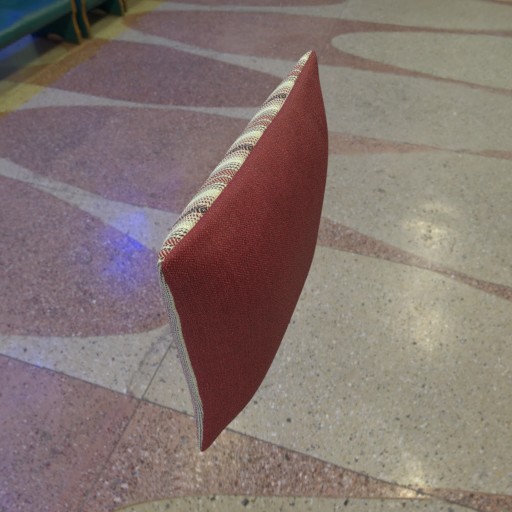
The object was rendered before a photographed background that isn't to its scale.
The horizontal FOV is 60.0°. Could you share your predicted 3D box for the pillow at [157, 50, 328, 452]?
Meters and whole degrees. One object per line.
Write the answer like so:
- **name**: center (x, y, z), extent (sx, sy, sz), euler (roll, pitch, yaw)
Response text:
- **pillow**: center (0.000, 0.000, 0.748), extent (0.166, 0.497, 0.513), euler (16, 49, 14)
